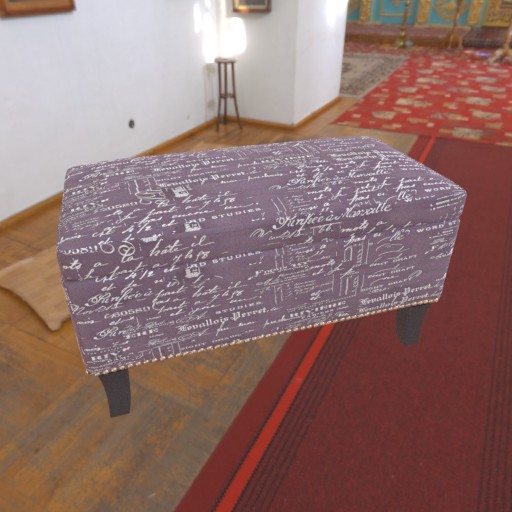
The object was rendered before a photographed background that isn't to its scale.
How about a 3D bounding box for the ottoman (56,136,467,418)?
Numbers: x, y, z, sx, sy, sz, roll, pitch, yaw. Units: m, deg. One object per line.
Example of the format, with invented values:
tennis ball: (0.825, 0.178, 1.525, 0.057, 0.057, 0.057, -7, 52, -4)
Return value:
ottoman: (0.000, 0.000, 1.071, 0.813, 0.457, 0.406, -10, 34, -15)
